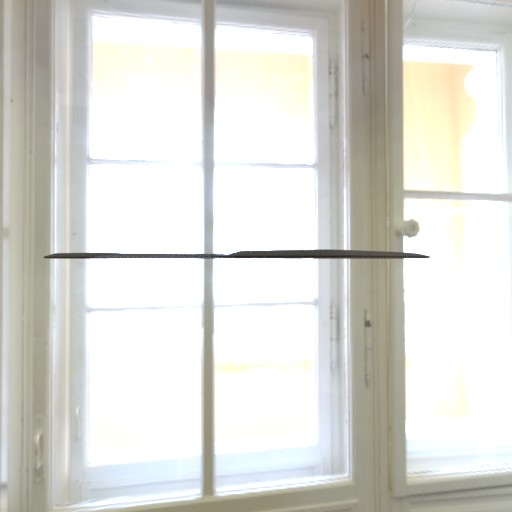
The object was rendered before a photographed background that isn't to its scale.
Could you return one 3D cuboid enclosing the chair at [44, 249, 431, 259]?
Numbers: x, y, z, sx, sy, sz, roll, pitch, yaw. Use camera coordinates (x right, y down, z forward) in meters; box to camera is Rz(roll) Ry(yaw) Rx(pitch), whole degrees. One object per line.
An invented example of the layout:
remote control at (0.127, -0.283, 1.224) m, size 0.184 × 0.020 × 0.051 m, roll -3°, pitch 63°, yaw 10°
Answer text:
chair at (0.000, 0.000, 1.949) m, size 1.372 × 0.024 × 1.219 m, roll 0°, pitch 0°, yaw 36°
